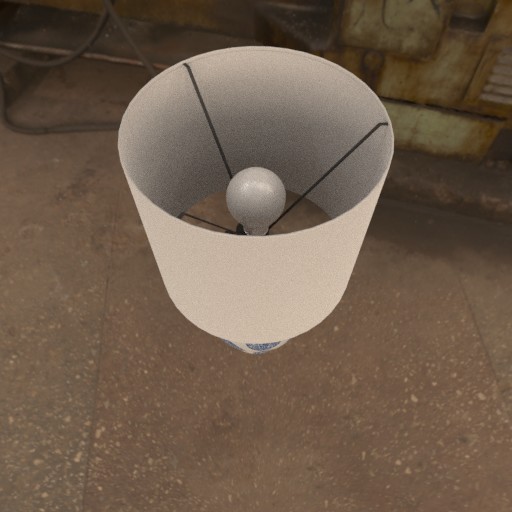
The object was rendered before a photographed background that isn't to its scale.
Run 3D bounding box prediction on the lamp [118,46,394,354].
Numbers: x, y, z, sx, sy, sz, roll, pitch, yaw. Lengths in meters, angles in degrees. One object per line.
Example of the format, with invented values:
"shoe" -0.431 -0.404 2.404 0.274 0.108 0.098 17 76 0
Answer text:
"lamp" 0.000 0.000 0.510 0.215 0.381 0.215 -2 58 -1
